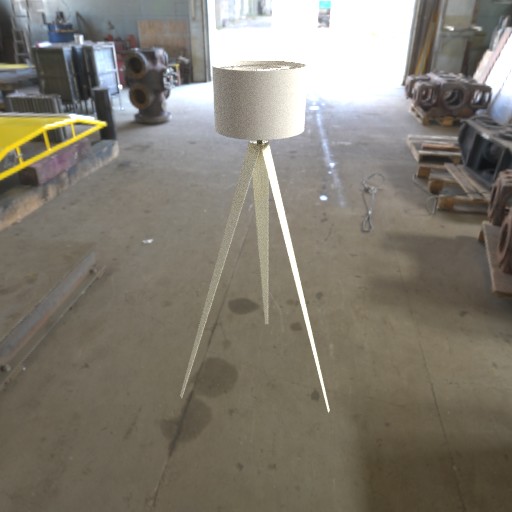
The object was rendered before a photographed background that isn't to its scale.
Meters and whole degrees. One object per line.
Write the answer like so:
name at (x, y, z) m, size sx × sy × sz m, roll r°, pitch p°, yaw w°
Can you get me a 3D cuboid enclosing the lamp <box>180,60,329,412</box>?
lamp at (0.000, 0.000, 1.933) m, size 0.716 × 1.524 × 0.724 m, roll -20°, pitch 35°, yaw -32°
